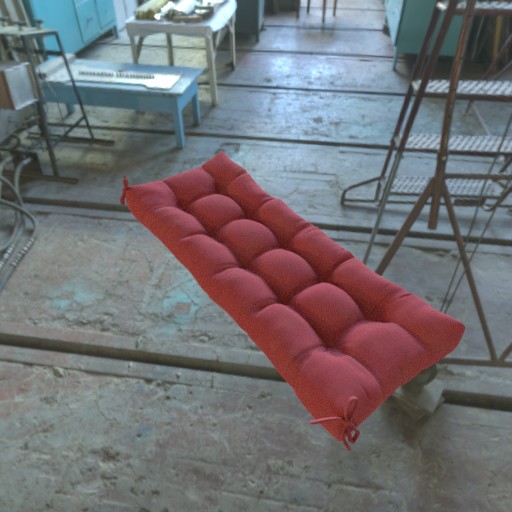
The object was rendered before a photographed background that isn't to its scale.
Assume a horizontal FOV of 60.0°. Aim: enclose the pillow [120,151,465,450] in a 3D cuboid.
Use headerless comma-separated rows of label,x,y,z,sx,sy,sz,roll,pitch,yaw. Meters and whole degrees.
pillow,0.000,0.000,1.367,0.511,0.174,1.194,-26,48,-26
